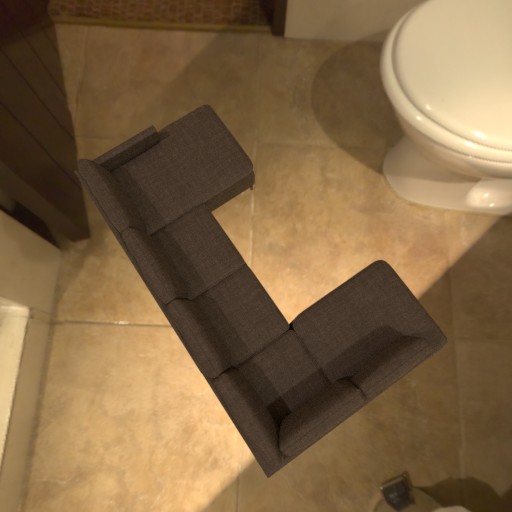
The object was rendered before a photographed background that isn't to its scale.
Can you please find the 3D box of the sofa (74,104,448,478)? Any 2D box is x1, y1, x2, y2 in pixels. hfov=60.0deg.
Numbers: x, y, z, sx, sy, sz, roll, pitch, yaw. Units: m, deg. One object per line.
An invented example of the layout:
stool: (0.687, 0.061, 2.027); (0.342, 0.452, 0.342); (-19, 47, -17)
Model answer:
sofa: (0.000, 0.000, 4.364); (2.048, 0.999, 3.423); (-33, 78, -8)
